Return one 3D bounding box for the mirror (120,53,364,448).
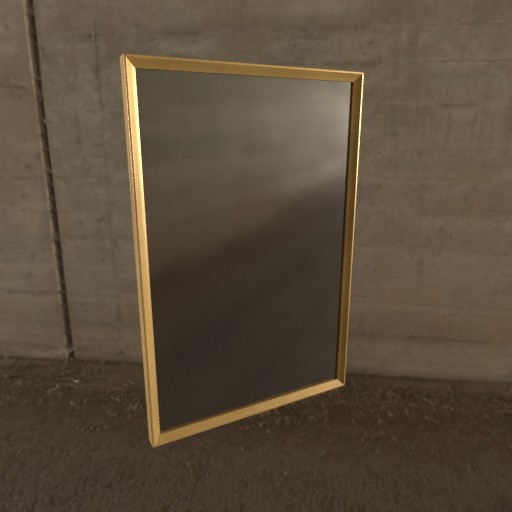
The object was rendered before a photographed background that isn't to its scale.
[{"bbox_3d":[0.000,0.000,1.147,0.609,0.915,0.041,-8,18,-27],"label":"mirror"}]
